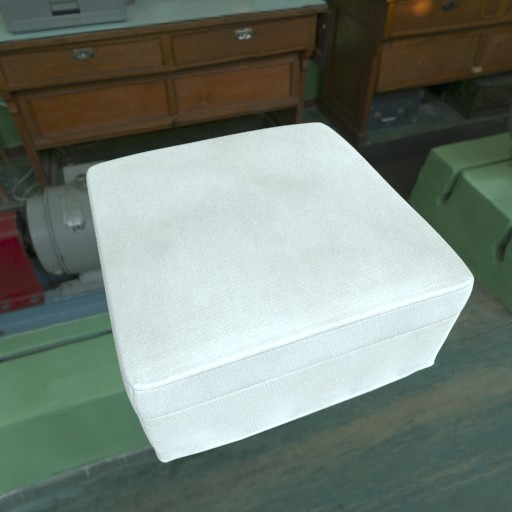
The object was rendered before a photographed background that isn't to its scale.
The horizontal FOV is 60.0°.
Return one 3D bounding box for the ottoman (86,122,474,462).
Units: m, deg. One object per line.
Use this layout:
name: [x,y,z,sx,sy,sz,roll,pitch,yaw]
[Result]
ottoman: [0.000,0.000,1.321,0.843,0.441,0.842,-15,47,-14]
